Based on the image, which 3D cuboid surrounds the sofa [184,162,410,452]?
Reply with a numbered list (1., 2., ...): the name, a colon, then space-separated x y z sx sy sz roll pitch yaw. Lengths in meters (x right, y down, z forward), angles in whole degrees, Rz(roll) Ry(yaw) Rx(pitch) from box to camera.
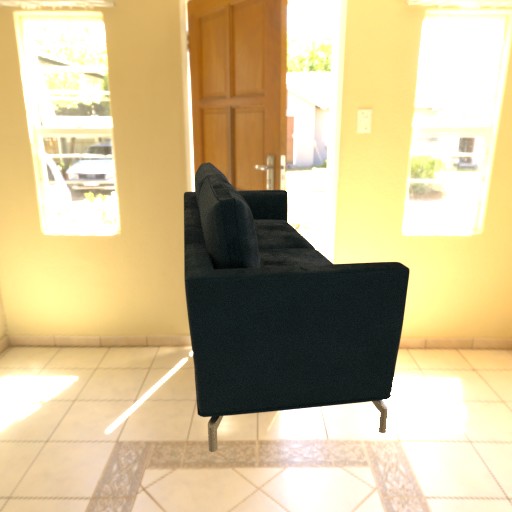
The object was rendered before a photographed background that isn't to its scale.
1. sofa: 0.000 0.000 2.716 0.853 0.998 2.212 -3 17 -9
